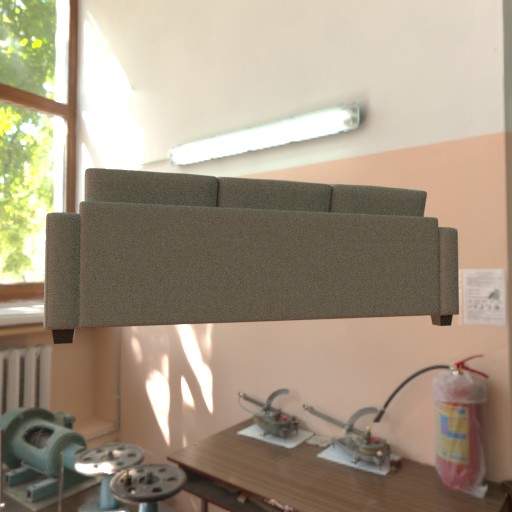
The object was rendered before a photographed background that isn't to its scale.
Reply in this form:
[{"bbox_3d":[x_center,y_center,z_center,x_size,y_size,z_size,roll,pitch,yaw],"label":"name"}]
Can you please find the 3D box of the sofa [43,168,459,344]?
[{"bbox_3d":[0.000,0.000,2.607,2.160,0.800,0.900,1,-2,-18],"label":"sofa"}]
